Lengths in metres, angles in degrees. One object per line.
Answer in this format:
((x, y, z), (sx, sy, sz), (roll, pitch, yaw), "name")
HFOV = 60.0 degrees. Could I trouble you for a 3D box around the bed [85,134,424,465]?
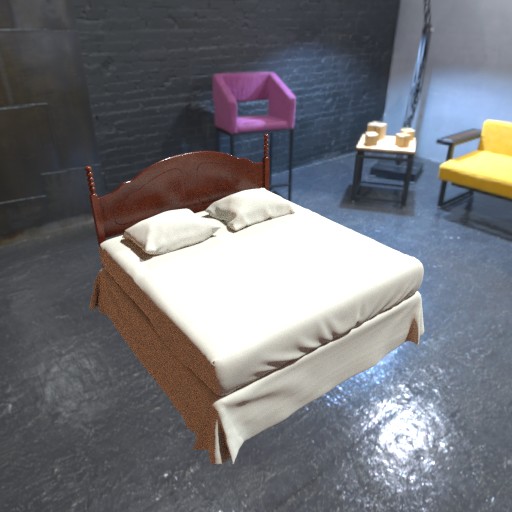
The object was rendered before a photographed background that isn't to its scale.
((0.000, 0.000, 3.715), (2.322, 1.355, 2.219), (-20, 34, -31), "bed")
